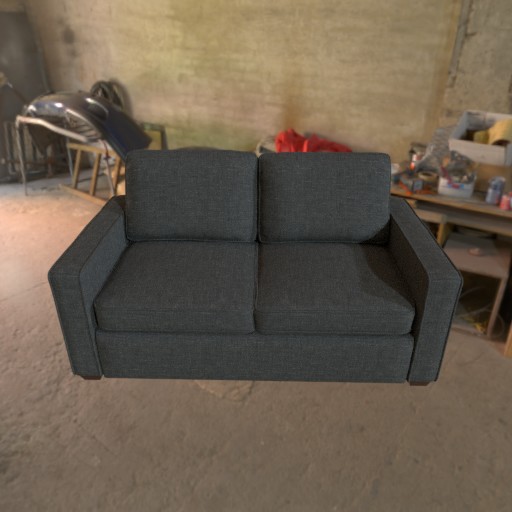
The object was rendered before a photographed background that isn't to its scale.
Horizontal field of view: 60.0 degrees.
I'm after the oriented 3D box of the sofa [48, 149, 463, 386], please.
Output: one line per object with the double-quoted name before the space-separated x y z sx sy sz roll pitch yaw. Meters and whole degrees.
"sofa" 0.000 0.000 2.249 1.709 0.918 0.947 1 29 1
